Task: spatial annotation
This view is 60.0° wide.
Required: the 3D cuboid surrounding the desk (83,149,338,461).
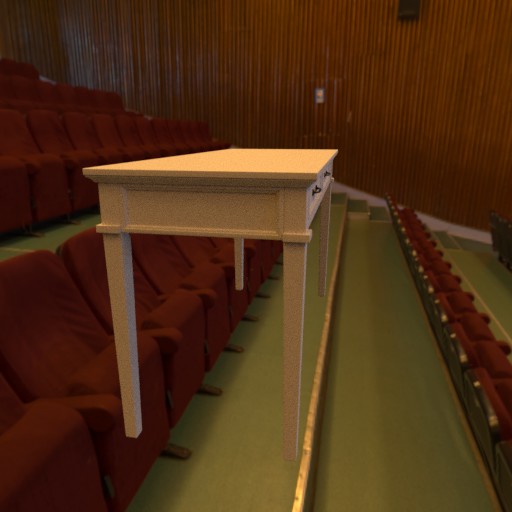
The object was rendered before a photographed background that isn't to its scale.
[{"bbox_3d":[0.000,0.000,1.752,0.559,0.774,1.372,3,16,11],"label":"desk"}]
